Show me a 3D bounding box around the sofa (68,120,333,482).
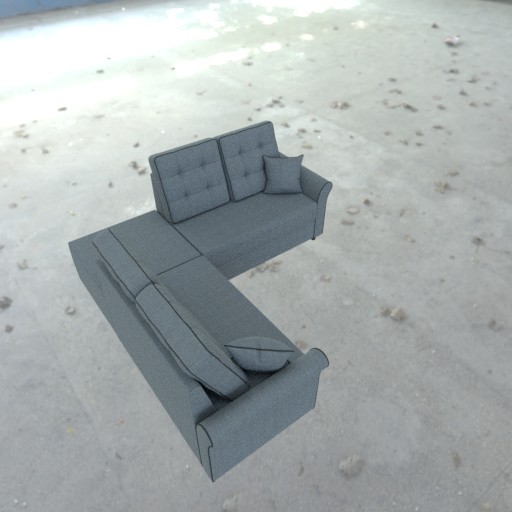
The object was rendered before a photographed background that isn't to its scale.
[{"bbox_3d":[0.000,0.000,3.206,2.070,0.988,2.068,-26,47,-27],"label":"sofa"}]
